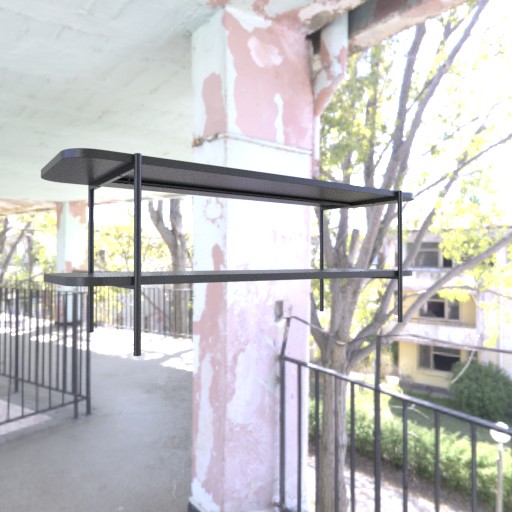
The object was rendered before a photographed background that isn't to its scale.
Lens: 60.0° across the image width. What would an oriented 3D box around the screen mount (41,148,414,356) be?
[{"bbox_3d":[0.000,0.000,1.399,1.200,0.447,0.400,0,-1,-35],"label":"screen mount"}]
